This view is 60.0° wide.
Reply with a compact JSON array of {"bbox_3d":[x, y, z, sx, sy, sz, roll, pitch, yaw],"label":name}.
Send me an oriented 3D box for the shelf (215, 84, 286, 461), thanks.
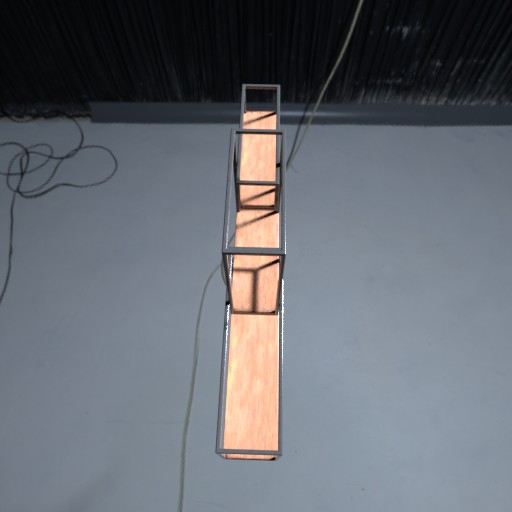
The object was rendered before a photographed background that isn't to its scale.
[{"bbox_3d":[0.000,0.000,2.178,0.275,0.972,1.781,2,63,1],"label":"shelf"}]
